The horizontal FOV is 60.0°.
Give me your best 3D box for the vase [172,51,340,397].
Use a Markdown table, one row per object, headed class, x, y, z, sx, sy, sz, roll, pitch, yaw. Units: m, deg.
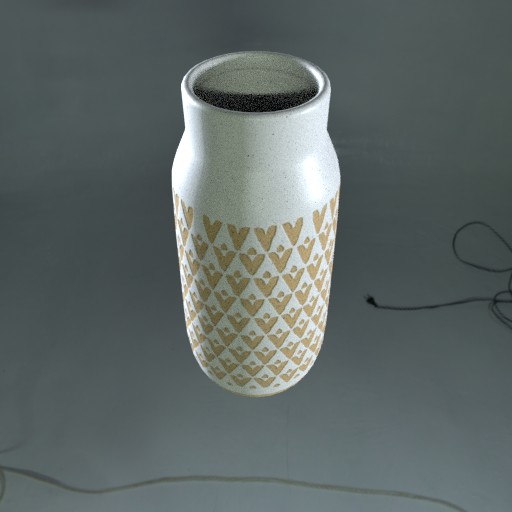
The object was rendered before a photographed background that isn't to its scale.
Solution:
| class | x | y | z | sx | sy | sz | roll | pitch | yaw |
| --- | --- | --- | --- | --- | --- | --- | --- | --- | --- |
| vase | 0.000 | 0.000 | 0.378 | 0.137 | 0.307 | 0.137 | 0 | 46 | 0 |
